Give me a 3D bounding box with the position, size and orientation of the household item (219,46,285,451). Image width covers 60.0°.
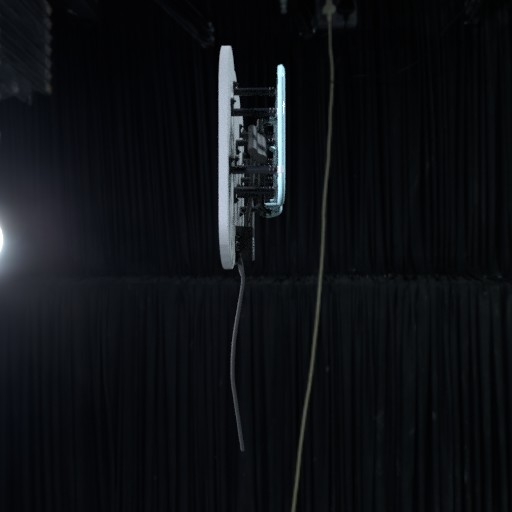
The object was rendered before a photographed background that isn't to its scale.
[{"bbox_3d":[0.000,0.000,0.384,0.042,0.294,0.211,0,0,1],"label":"household item"}]
